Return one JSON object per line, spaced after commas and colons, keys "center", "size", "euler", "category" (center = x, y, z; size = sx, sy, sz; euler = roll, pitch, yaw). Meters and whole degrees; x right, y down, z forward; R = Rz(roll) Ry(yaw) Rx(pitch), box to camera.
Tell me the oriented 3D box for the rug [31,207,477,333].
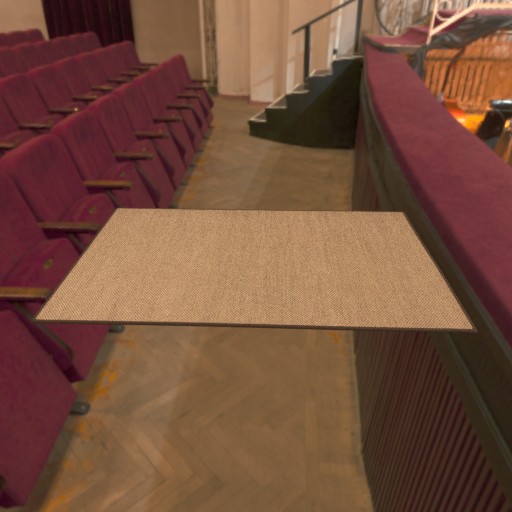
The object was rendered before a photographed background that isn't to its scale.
{"center": [0.000, 0.000, 2.115], "size": [1.676, 0.013, 1.067], "euler": [1, 30, 2], "category": "rug"}
